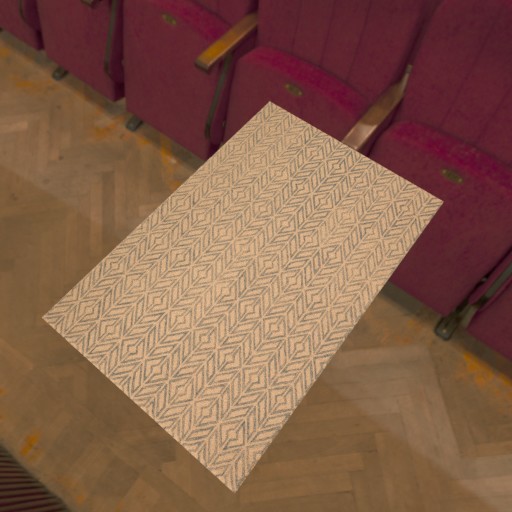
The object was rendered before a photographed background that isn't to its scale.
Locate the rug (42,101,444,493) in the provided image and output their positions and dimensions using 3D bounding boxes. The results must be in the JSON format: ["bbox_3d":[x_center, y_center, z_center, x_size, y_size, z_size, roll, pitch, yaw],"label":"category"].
[{"bbox_3d":[0.000,0.000,2.315,1.220,0.008,1.824,35,68,16],"label":"rug"}]
